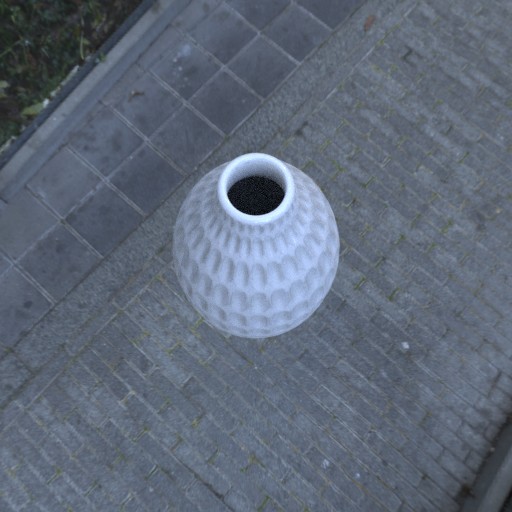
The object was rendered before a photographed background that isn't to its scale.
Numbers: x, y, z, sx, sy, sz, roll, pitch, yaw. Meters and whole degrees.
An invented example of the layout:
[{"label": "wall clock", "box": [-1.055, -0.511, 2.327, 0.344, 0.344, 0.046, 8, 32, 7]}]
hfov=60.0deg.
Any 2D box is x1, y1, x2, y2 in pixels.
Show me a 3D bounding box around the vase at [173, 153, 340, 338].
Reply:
[{"label": "vase", "box": [0.000, 0.000, 0.355, 0.127, 0.282, 0.127, 0, 76, 0]}]
